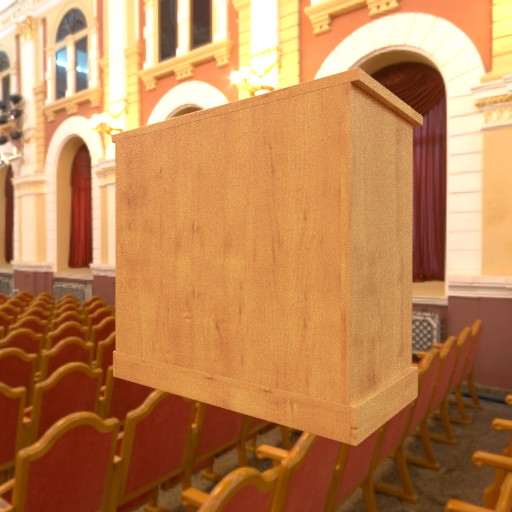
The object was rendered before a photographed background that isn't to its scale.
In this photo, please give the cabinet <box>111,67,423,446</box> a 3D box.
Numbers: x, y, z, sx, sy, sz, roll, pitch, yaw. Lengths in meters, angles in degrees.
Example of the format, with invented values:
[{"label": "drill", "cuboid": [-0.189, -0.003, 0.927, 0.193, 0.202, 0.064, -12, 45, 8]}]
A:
[{"label": "cabinet", "cuboid": [0.000, 0.000, 1.438, 0.920, 0.840, 0.450, 0, 1, 38]}]
